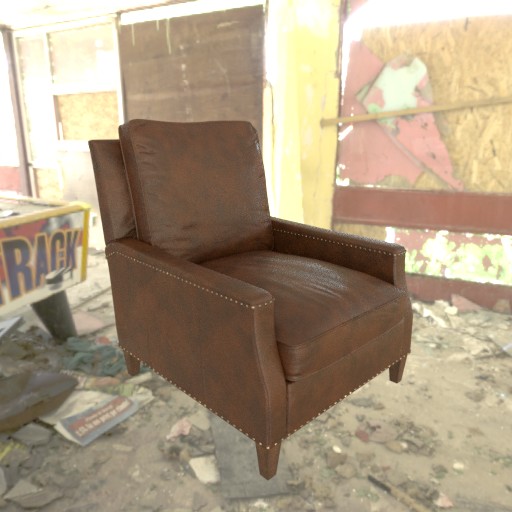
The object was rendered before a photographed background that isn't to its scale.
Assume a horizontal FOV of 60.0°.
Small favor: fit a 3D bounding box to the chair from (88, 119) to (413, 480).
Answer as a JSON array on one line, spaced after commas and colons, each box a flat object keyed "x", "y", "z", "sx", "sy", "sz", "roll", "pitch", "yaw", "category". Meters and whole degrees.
[{"x": 0.000, "y": 0.000, "z": 1.775, "sx": 0.854, "sy": 1.054, "sz": 1.035, "roll": -15, "pitch": 21, "yaw": -42, "category": "chair"}]
